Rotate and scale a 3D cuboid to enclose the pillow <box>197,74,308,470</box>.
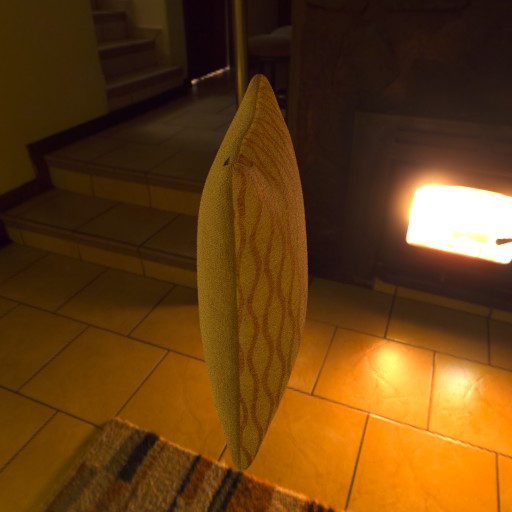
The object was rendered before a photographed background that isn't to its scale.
[{"bbox_3d":[0.000,0.000,0.658,0.159,0.436,0.429,1,32,2],"label":"pillow"}]
